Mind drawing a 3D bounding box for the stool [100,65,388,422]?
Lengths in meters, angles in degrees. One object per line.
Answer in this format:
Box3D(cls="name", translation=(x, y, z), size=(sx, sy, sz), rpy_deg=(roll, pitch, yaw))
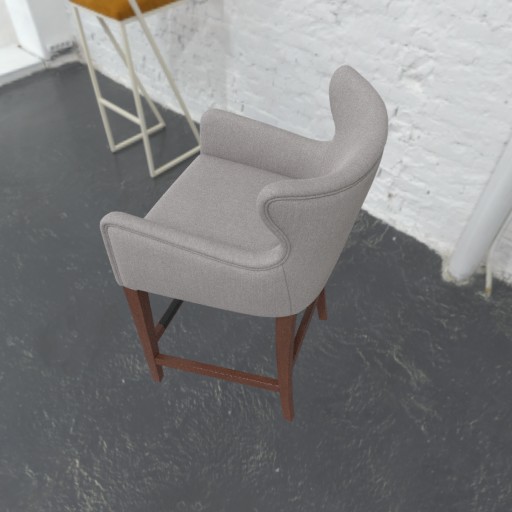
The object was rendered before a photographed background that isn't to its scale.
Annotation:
Box3D(cls="stool", translation=(0.000, 0.000, 1.303), size=(0.575, 0.951, 0.575), rpy_deg=(16, 48, 15))
